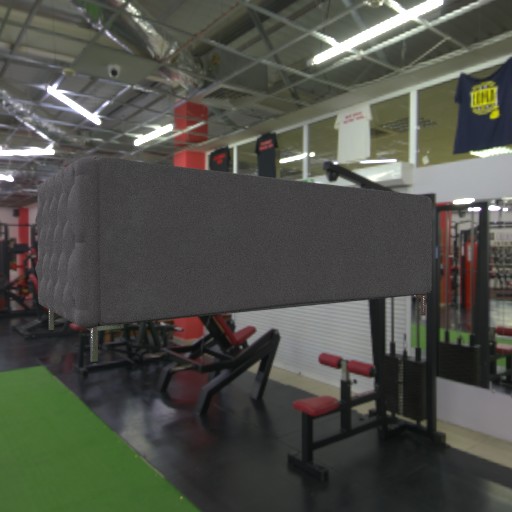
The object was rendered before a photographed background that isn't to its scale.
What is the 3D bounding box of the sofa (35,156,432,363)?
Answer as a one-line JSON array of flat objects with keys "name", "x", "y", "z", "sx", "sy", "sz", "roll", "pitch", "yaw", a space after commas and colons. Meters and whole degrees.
[{"name": "sofa", "x": 0.000, "y": 0.000, "z": 2.567, "sx": 2.209, "sy": 0.771, "sz": 0.895, "roll": -1, "pitch": 1, "yaw": -35}]
